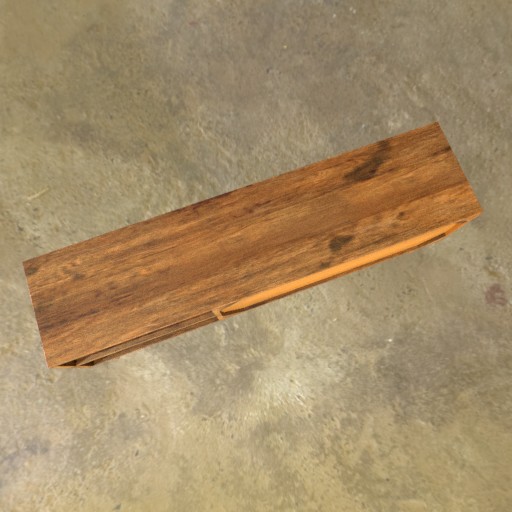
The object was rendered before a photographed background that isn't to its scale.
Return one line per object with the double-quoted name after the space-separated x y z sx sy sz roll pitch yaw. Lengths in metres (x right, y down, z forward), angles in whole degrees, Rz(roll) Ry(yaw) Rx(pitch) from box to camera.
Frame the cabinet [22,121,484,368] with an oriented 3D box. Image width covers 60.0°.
0.000 0.000 1.677 1.448 0.528 0.349 -19 77 -5 "cabinet"
